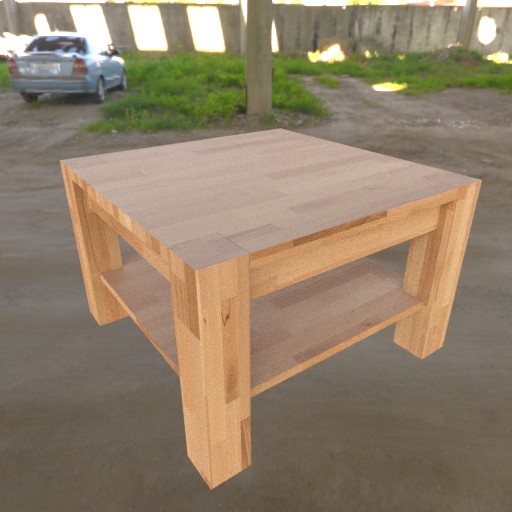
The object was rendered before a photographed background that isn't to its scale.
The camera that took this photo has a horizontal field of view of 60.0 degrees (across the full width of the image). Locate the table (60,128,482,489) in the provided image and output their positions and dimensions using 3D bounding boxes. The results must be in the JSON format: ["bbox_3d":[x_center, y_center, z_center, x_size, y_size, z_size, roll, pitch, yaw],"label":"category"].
[{"bbox_3d":[0.000,0.000,1.131,0.700,0.451,0.700,-18,32,-31],"label":"table"}]
